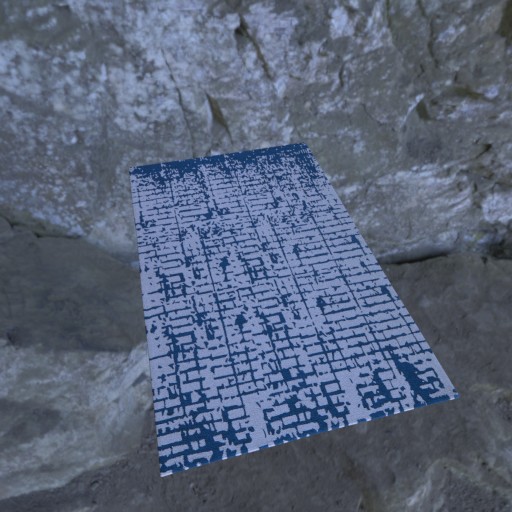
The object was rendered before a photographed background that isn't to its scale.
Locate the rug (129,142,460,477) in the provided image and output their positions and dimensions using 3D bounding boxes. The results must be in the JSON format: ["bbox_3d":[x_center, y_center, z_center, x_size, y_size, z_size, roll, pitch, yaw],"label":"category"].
[{"bbox_3d":[0.000,0.000,2.935,1.517,0.011,2.435,-11,48,-10],"label":"rug"}]
